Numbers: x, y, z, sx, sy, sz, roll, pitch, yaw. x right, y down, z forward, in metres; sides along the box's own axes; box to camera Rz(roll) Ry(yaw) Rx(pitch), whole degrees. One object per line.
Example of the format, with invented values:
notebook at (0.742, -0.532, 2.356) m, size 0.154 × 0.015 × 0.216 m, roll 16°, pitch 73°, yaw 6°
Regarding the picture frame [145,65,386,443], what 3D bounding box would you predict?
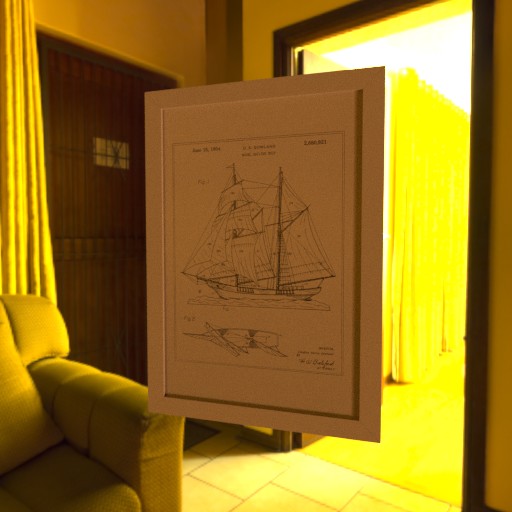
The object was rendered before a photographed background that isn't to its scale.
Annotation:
picture frame at (0.000, 0.000, 0.592) m, size 0.326 × 0.459 × 0.011 m, roll 1°, pitch 3°, yaw 18°
